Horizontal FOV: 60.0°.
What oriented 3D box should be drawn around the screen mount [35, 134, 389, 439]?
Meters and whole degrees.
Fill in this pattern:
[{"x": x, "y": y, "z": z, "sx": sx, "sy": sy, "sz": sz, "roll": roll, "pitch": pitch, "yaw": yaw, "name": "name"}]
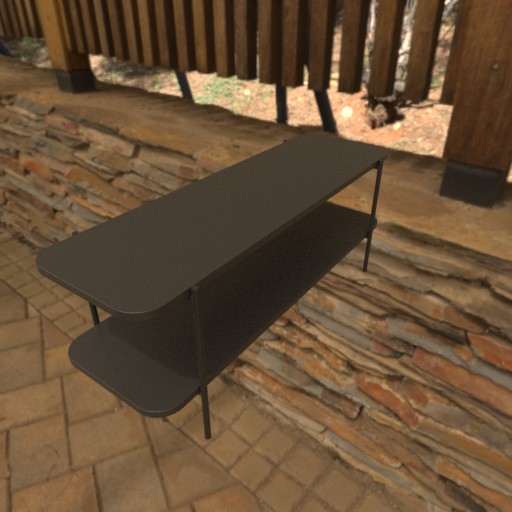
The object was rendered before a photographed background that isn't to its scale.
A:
[{"x": 0.000, "y": 0.000, "z": 1.390, "sx": 0.400, "sy": 0.447, "sz": 1.200, "roll": 21, "pitch": 37, "yaw": 30, "name": "screen mount"}]
